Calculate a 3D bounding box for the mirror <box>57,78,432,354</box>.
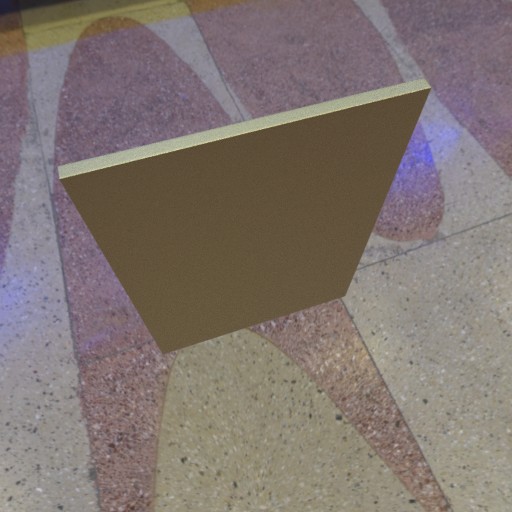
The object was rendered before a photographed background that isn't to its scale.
[{"bbox_3d":[0.000,0.000,1.304,0.756,1.023,0.032,-16,61,-9],"label":"mirror"}]
